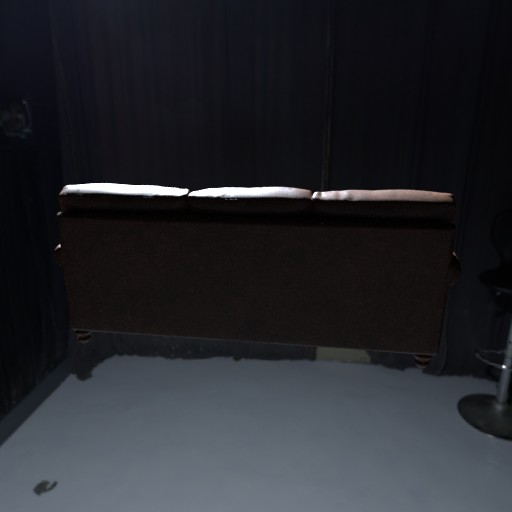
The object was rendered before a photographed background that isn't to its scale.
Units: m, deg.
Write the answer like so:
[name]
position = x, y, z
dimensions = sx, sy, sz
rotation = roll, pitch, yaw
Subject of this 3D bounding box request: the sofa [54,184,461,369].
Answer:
[sofa]
position = 0.000, 0.000, 2.892
dimensions = 2.351, 0.977, 0.973
rotation = 2, 17, 8
